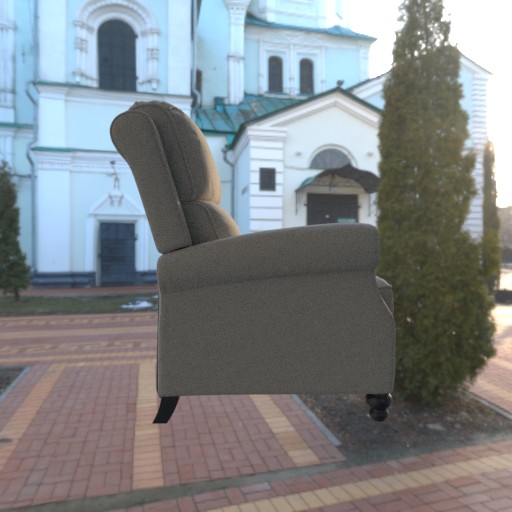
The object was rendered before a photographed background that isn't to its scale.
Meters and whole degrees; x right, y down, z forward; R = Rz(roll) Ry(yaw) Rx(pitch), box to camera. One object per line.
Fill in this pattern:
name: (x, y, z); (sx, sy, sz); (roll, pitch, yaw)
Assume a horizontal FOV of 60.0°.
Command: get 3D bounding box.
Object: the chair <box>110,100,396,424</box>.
chair: (0.000, 0.000, 1.751); (0.919, 1.046, 0.859); (0, 0, -1)
